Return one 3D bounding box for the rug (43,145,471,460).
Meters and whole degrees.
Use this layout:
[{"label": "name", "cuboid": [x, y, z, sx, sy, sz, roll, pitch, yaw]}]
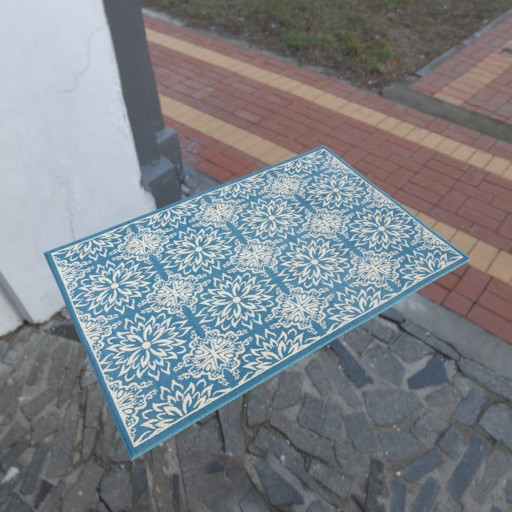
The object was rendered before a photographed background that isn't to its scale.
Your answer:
[{"label": "rug", "cuboid": [0.000, 0.000, 3.434, 2.769, 0.018, 1.830, -25, 52, -21]}]
